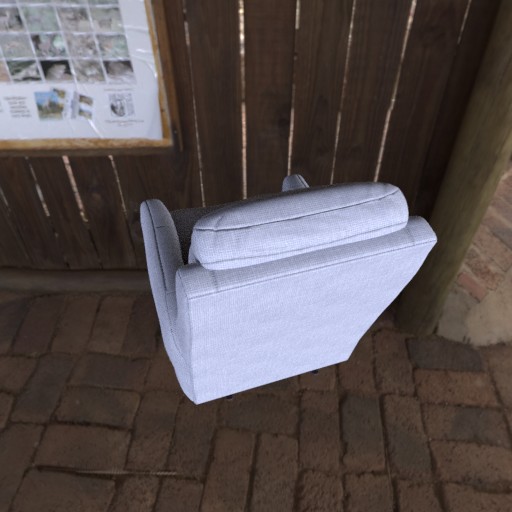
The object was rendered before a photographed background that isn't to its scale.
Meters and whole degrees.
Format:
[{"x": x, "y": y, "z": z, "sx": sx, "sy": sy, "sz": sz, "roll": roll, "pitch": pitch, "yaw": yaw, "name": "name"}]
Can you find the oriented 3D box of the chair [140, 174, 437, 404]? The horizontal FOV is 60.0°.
[{"x": 0.000, "y": 0.000, "z": 1.738, "sx": 0.829, "sy": 1.030, "sz": 1.080, "roll": -12, "pitch": 42, "yaw": -14, "name": "chair"}]
